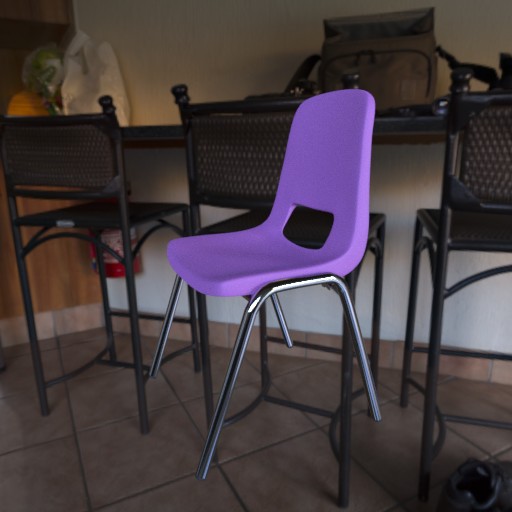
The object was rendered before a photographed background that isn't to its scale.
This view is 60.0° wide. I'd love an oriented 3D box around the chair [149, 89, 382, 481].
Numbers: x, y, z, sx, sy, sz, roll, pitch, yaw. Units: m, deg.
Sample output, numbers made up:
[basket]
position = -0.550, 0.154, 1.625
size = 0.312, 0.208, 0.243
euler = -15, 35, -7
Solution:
[chair]
position = 0.000, 0.000, 0.686
size = 0.301, 0.493, 0.291
euler = -7, 17, -25
